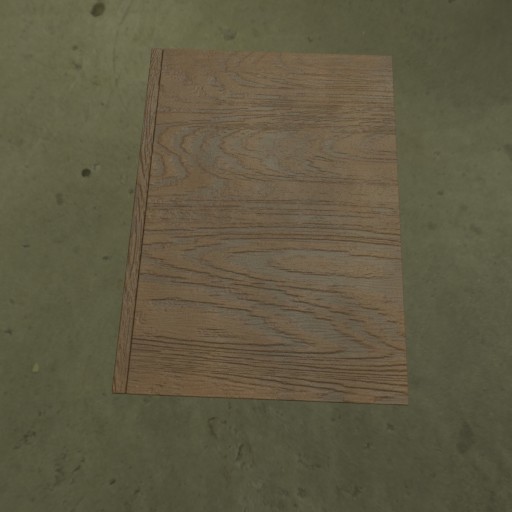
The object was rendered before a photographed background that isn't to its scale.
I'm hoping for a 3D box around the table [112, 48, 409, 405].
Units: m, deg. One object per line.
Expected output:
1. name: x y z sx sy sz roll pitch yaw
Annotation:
1. table: 0.000 0.000 0.958 0.439 0.585 0.560 2 75 1
